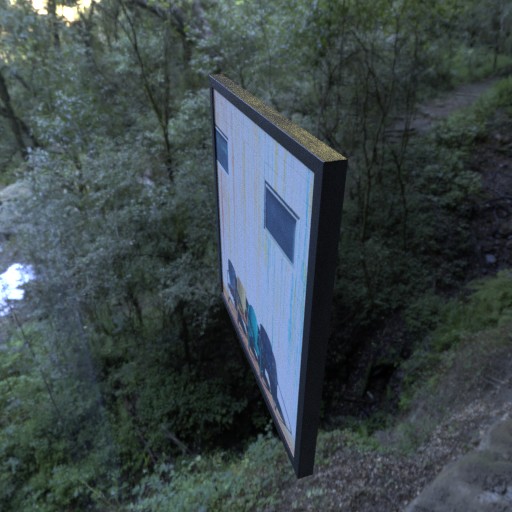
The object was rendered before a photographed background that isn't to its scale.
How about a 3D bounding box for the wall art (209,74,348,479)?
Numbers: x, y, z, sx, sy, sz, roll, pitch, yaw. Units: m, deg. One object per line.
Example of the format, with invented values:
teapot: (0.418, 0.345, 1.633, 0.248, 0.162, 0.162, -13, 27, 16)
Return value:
wall art: (0.000, 0.000, 1.144, 0.039, 0.763, 0.763, -9, 33, -15)
